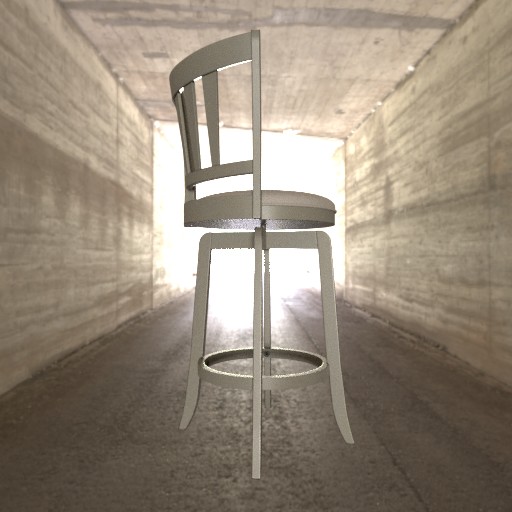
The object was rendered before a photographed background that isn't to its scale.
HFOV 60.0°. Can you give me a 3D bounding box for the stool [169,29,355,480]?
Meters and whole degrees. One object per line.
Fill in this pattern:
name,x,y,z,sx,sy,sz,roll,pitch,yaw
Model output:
stool,0.000,0.000,1.275,0.475,1.042,0.436,0,-1,-36
